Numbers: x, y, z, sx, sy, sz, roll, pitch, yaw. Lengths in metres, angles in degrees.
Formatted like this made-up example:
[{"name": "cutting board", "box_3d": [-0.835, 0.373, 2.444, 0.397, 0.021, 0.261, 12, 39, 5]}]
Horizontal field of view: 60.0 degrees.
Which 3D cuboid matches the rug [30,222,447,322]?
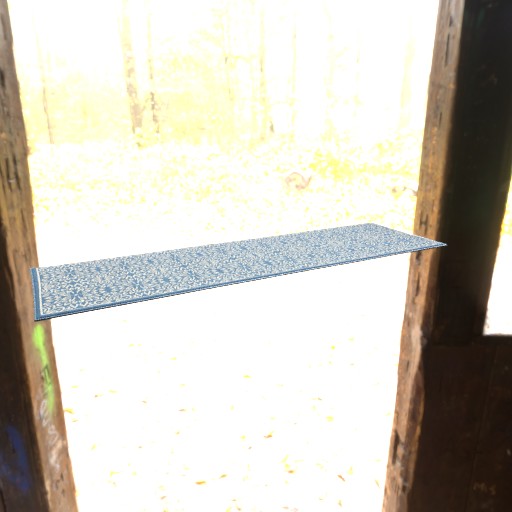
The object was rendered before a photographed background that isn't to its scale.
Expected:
[{"name": "rug", "box_3d": [0.000, 0.000, 2.406, 2.196, 0.011, 0.662, -9, 20, -26]}]
